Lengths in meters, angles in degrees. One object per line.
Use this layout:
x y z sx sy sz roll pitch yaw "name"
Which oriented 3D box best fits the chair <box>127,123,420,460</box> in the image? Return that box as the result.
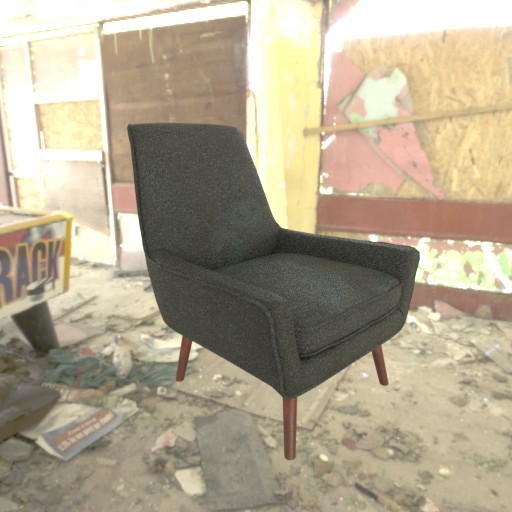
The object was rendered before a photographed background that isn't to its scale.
0.000 0.000 1.510 0.859 0.883 0.763 14 20 42 "chair"
